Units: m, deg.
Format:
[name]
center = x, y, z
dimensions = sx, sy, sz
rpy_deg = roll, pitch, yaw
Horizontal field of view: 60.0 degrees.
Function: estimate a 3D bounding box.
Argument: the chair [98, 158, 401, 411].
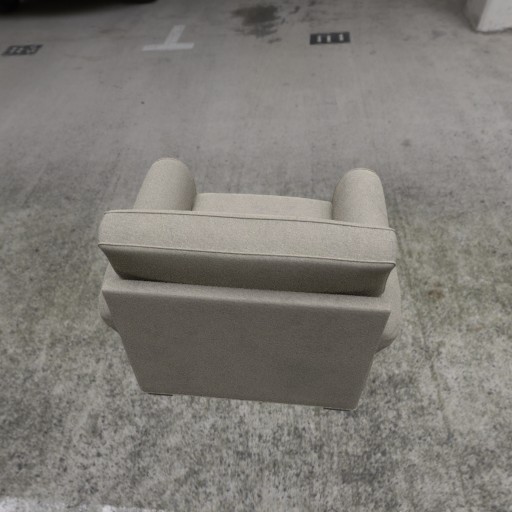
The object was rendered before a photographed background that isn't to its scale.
[chair]
center = 0.000, 0.000, 1.966
dimensions = 1.147, 1.044, 0.939
rpy_deg = 4, 47, 3
